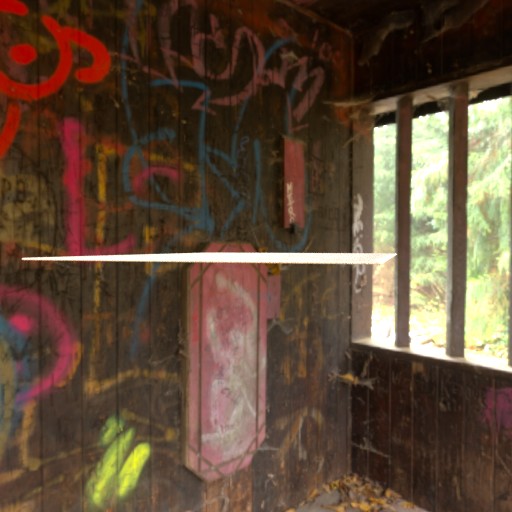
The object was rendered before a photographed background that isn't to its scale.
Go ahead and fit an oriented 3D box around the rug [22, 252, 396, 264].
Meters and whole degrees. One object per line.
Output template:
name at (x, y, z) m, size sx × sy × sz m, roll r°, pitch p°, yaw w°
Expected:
rug at (0.000, 0.000, 4.157) m, size 2.441 × 0.015 × 3.050 m, roll 0°, pitch 1°, yaw 19°
